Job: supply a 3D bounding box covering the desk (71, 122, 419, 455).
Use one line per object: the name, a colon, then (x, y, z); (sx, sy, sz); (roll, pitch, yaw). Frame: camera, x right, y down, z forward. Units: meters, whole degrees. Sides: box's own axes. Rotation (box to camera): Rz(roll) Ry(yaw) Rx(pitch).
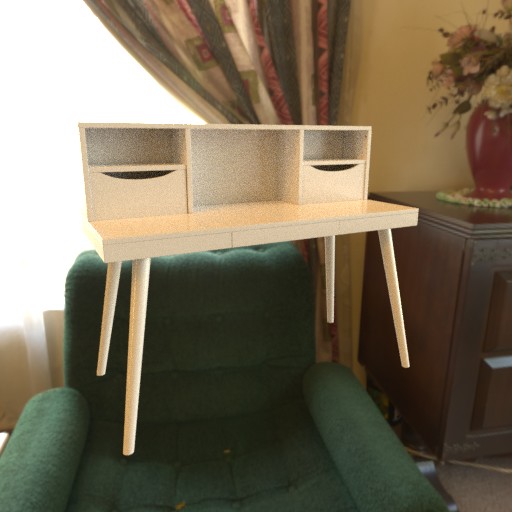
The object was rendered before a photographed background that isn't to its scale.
desk: (0.000, 0.000, 1.734); (1.199, 0.990, 0.559); (-8, 17, -26)
